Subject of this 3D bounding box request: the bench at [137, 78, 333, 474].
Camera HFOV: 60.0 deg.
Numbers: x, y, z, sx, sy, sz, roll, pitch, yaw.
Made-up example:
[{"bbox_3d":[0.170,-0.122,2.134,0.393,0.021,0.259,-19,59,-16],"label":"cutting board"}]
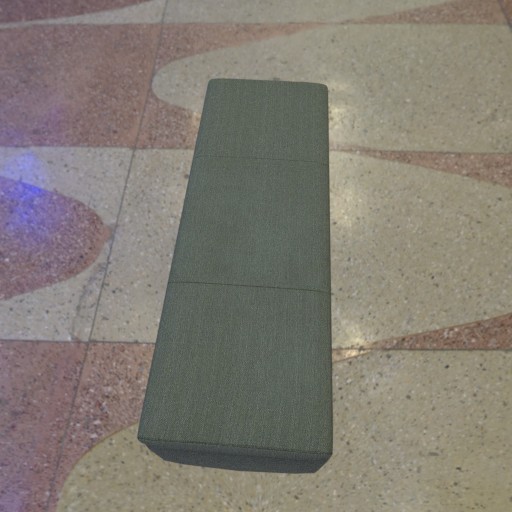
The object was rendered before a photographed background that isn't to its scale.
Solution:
[{"bbox_3d":[0.000,0.000,1.464,0.446,0.438,1.269,4,59,2],"label":"bench"}]
